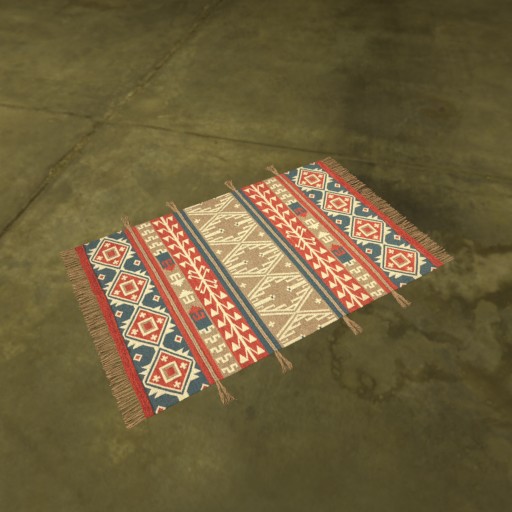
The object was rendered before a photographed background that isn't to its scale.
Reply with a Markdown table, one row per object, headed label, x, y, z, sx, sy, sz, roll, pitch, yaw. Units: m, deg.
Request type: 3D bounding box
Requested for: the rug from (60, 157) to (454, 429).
| label | x | y | z | sx | sy | sz | roll | pitch | yaw |
| --- | --- | --- | --- | --- | --- | --- | --- | --- | --- |
| rug | 0.000 | 0.000 | 3.179 | 2.450 | 0.048 | 1.778 | -23 | 50 | -20 |
